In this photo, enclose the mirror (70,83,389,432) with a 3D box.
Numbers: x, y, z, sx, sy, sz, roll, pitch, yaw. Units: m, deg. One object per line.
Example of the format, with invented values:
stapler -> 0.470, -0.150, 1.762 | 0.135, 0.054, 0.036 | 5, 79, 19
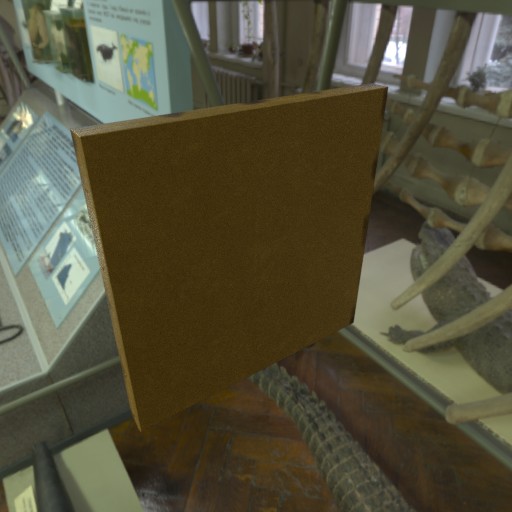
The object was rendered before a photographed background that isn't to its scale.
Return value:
mirror -> 0.000, 0.000, 0.763 | 0.509, 0.507, 0.042 | -20, 36, -29
